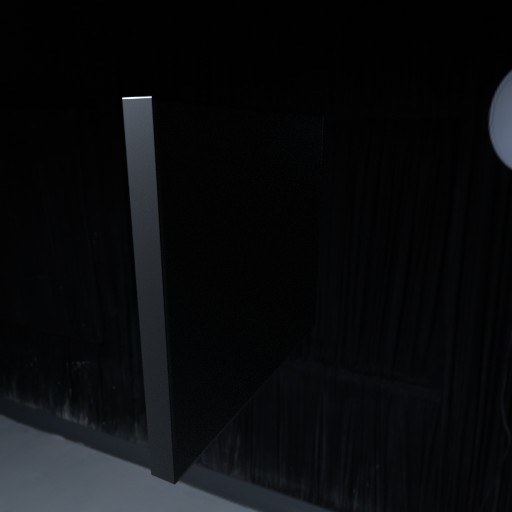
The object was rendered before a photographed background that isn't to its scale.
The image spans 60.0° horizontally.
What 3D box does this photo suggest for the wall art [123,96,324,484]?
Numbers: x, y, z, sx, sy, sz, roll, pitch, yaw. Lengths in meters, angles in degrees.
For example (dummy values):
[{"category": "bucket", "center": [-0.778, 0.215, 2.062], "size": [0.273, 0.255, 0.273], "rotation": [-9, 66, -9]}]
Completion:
[{"category": "wall art", "center": [0.000, 0.000, 0.524], "size": [0.028, 0.330, 0.380], "rotation": [8, 17, 26]}]
